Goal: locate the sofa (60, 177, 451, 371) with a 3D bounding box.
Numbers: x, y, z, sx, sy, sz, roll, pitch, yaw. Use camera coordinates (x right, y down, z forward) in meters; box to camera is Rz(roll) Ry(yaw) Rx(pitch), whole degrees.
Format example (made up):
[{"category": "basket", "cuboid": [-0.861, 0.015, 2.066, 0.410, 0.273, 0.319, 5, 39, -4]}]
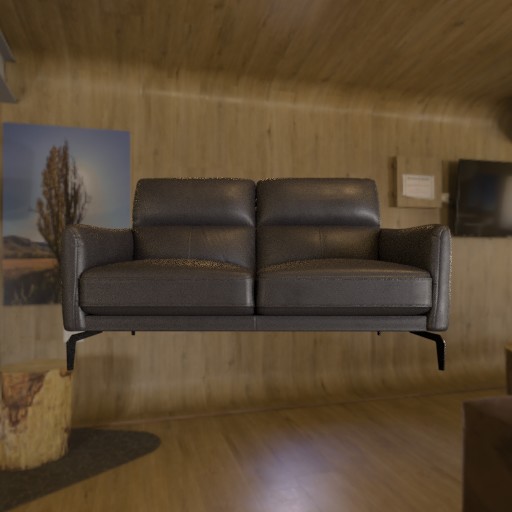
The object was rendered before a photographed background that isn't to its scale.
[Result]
[{"category": "sofa", "cuboid": [0.000, 0.000, 2.168, 1.596, 0.920, 0.958, 0, -1, 0]}]
